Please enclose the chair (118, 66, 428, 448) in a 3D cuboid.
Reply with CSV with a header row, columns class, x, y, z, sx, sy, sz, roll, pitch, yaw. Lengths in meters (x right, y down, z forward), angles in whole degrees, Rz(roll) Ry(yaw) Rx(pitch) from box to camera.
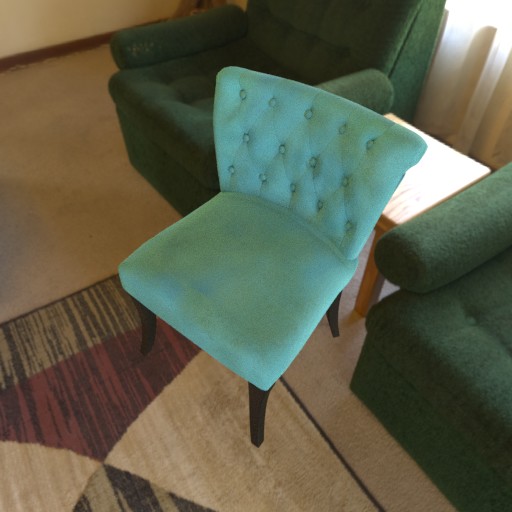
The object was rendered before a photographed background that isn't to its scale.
class,x,y,z,sx,sy,sz,roll,pitch,yaw
chair,0.000,0.000,1.225,0.582,0.750,0.605,30,54,25
